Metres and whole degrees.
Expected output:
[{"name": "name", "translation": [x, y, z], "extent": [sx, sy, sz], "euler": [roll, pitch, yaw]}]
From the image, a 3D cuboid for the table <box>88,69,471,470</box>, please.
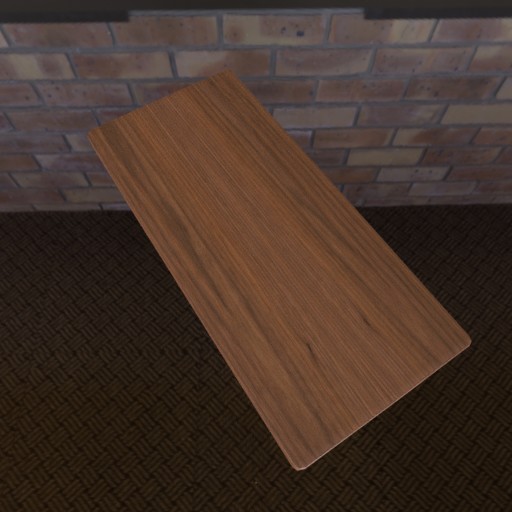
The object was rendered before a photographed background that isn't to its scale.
[{"name": "table", "translation": [0.000, 0.000, 1.688], "extent": [0.637, 0.468, 1.375], "euler": [-30, 67, -14]}]
